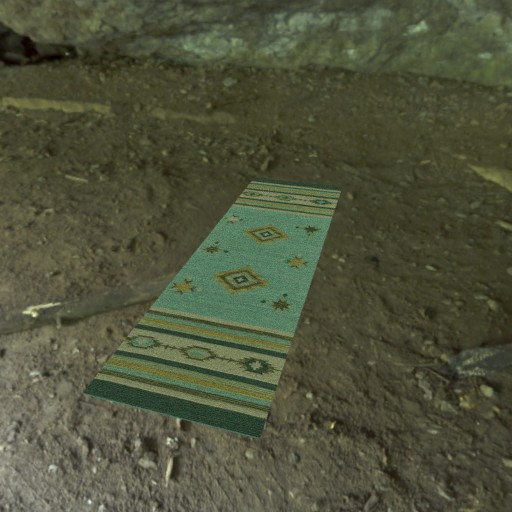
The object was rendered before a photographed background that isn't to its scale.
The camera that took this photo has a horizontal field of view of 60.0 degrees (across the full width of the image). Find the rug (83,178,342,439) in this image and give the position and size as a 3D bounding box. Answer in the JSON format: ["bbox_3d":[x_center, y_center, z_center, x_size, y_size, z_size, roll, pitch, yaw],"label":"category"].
[{"bbox_3d":[0.000,0.000,2.703,0.744,0.010,2.441,9,32,14],"label":"rug"}]
